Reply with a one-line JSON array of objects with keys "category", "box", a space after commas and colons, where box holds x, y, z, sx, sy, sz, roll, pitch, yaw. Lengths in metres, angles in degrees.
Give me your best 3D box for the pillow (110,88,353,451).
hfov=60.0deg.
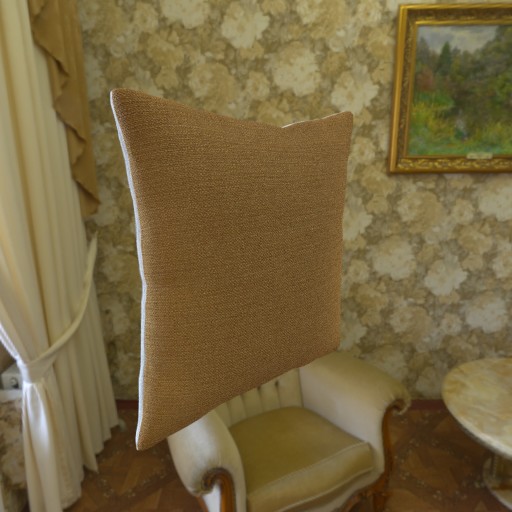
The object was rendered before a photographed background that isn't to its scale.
[{"category": "pillow", "box": [0.000, 0.000, 0.658, 0.432, 0.437, 0.147, -14, 20, -43]}]
